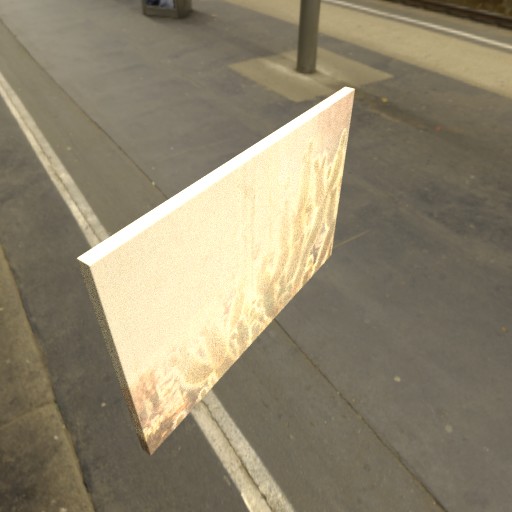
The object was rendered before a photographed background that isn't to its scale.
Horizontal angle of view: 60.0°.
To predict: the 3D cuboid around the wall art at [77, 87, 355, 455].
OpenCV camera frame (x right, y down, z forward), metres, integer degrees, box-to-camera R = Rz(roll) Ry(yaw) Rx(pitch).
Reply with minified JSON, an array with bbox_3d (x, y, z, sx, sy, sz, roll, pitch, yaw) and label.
[{"bbox_3d":[0.000,0.000,1.444,0.041,0.758,1.142,25,46,26],"label":"wall art"}]
